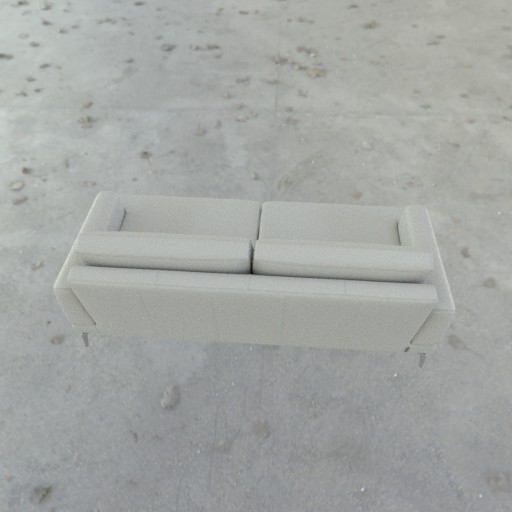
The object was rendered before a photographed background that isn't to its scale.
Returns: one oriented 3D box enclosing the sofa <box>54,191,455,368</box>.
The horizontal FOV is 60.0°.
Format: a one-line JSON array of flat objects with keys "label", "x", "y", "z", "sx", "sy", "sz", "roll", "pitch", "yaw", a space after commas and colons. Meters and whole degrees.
[{"label": "sofa", "x": 0.000, "y": 0.000, "z": 2.466, "sx": 1.940, "sy": 0.765, "sz": 0.974, "roll": 3, "pitch": 48, "yaw": 3}]
